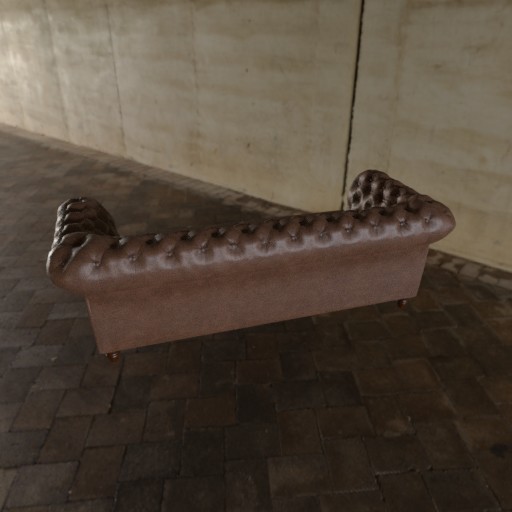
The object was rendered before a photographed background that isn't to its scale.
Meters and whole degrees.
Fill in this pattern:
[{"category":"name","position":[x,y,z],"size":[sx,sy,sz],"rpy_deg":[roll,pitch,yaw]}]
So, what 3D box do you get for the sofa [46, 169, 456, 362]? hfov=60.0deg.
[{"category":"sofa","position":[0.000,0.000,2.896],"size":[2.385,0.783,0.944],"rpy_deg":[-8,28,-15]}]
